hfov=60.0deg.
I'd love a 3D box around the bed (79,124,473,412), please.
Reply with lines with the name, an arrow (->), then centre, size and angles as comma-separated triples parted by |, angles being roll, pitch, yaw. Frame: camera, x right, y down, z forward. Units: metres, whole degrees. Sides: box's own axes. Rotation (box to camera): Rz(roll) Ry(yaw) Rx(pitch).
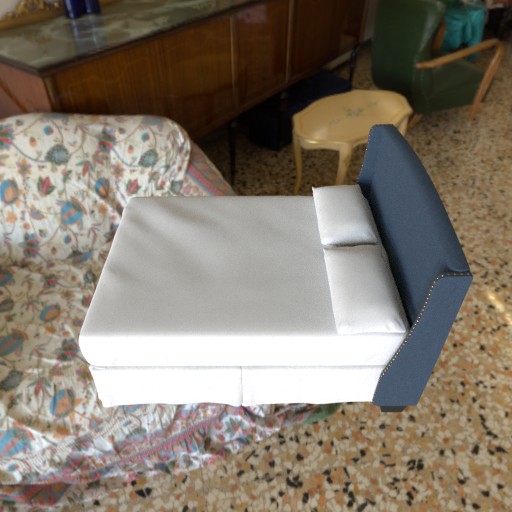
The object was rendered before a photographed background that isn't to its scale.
bed -> 0.000, 0.000, 3.248 | 2.237, 1.407, 1.710 | 0, 42, 0
